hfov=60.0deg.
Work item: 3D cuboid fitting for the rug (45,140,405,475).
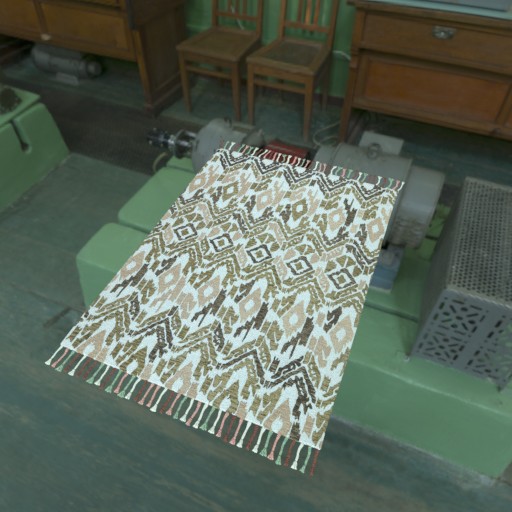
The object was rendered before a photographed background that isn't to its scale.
[{"bbox_3d":[0.000,0.000,2.286,1.219,0.008,1.829,17,50,15],"label":"rug"}]
